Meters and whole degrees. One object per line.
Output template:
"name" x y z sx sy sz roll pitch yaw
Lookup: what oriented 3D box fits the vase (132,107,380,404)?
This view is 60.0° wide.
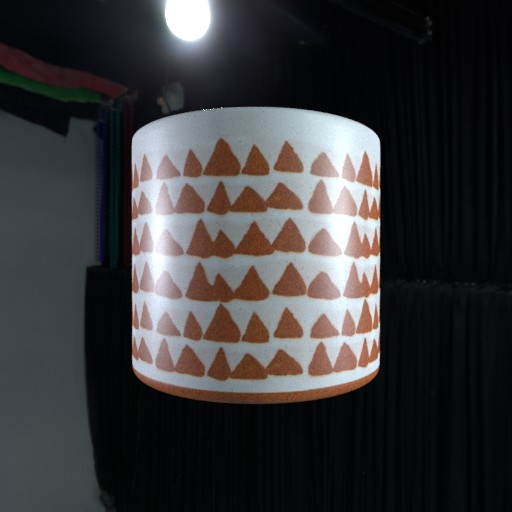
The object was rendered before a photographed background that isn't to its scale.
"vase" 0.000 0.000 0.254 0.137 0.127 0.137 0 0 0
